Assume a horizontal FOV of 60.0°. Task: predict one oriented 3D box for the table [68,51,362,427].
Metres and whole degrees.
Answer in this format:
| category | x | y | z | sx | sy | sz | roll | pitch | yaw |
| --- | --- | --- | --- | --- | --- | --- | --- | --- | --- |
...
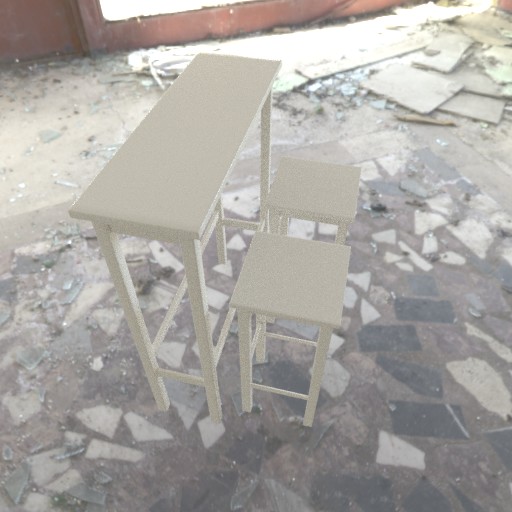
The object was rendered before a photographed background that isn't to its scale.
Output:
| category | x | y | z | sx | sy | sz | roll | pitch | yaw |
| --- | --- | --- | --- | --- | --- | --- | --- | --- | --- |
| table | 0.000 | 0.000 | 1.635 | 0.650 | 1.065 | 0.915 | 10 | 47 | 9 |
